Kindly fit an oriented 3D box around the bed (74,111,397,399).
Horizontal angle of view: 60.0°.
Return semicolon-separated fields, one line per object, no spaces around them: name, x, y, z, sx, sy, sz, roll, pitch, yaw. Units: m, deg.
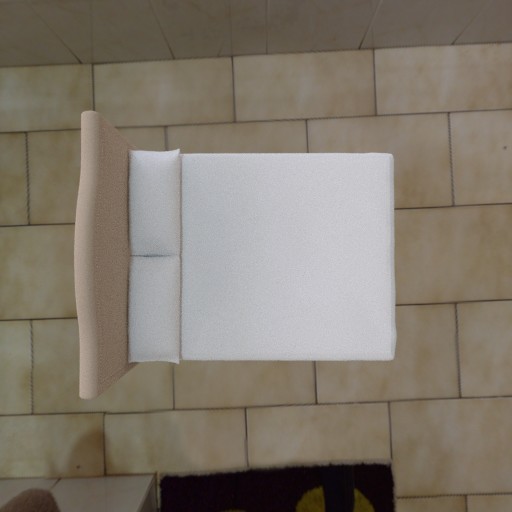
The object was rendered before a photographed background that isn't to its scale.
bed;0.000;0.000;3.154;2.052;1.398;1.678;0;89;1
